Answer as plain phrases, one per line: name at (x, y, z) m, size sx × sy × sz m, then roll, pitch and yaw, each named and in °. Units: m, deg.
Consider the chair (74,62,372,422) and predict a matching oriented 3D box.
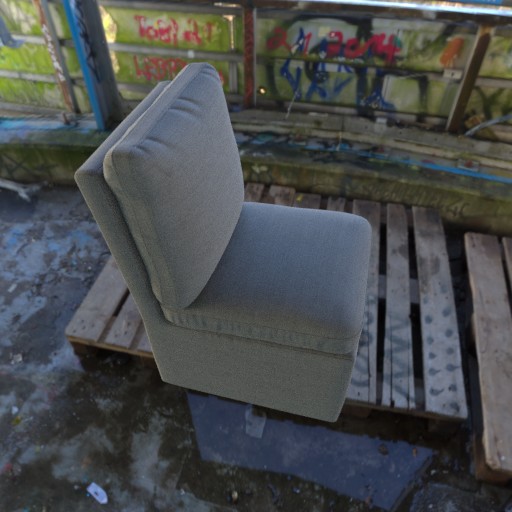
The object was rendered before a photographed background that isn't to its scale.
chair at (0.000, 0.000, 1.321) m, size 0.698 × 0.927 × 0.503 m, roll 10°, pitch 46°, yaw 10°
